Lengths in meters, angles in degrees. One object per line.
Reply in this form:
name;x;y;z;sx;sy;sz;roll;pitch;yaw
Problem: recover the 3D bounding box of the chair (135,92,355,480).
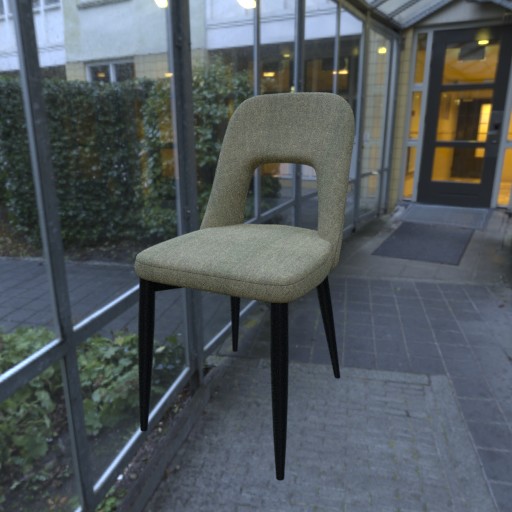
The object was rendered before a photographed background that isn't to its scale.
chair;0.000;0.000;1.290;0.470;0.931;0.612;8;18;25
